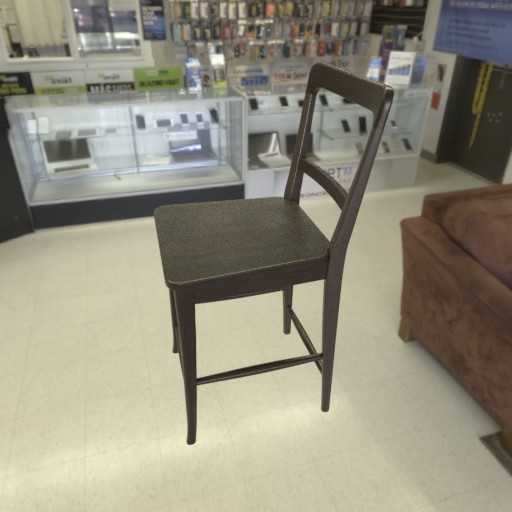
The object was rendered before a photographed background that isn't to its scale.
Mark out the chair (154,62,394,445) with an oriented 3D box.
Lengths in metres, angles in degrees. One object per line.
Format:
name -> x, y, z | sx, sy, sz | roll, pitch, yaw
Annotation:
chair -> 0.000, 0.000, 1.302 | 0.546, 0.991, 0.450 | -8, 32, -13
